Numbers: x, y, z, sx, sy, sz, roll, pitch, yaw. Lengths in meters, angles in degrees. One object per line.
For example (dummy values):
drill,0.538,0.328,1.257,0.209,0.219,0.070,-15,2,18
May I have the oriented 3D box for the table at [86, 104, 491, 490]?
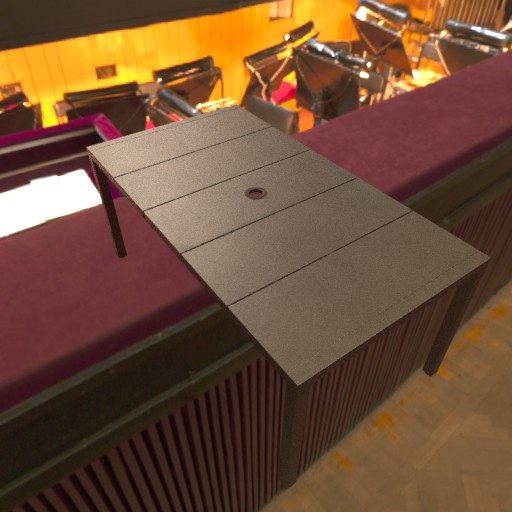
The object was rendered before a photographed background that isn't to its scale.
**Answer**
table,0.000,0.000,2.171,0.914,0.735,1.680,-25,48,-26
